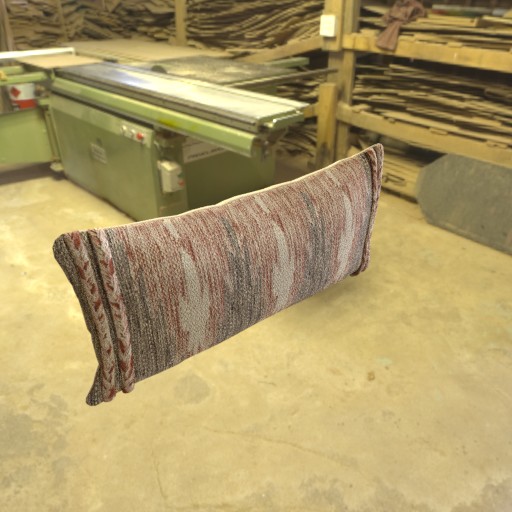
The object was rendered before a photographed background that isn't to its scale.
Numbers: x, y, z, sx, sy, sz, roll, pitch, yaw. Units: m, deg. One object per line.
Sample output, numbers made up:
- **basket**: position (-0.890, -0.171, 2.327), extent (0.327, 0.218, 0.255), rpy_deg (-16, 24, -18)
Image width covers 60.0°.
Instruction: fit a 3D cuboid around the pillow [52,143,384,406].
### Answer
- **pillow**: position (0.000, 0.000, 0.749), extent (0.635, 0.282, 0.139), rpy_deg (-22, 37, -32)
